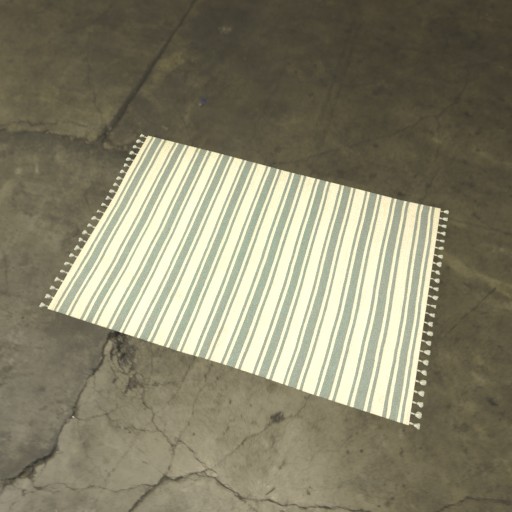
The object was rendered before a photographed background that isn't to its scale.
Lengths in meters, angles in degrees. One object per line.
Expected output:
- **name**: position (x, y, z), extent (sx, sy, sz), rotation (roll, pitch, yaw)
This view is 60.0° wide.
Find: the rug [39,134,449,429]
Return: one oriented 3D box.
- **rug**: position (0.000, 0.000, 2.985), extent (2.410, 0.011, 1.539), rotation (16, 63, 8)
